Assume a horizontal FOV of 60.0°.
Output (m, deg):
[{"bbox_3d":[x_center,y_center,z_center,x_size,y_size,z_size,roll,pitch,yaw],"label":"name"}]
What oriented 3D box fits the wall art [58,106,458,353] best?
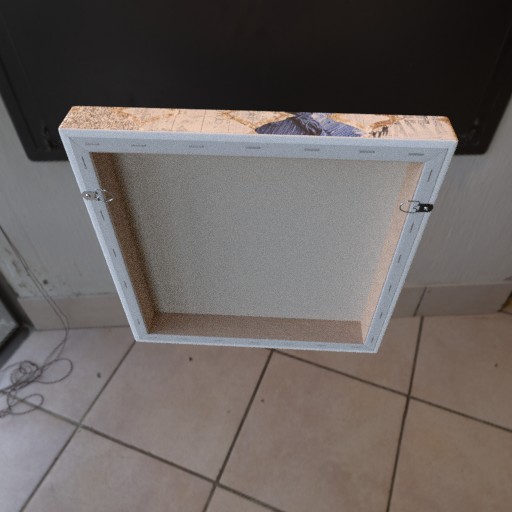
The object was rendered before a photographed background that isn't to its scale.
[{"bbox_3d":[0.000,0.000,0.455,0.303,0.304,0.036,2,47,2],"label":"wall art"}]
